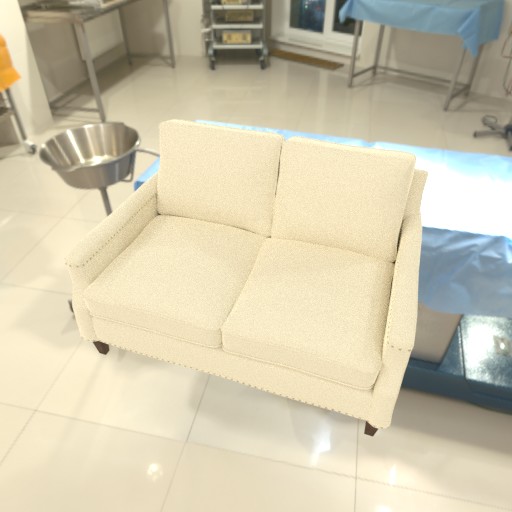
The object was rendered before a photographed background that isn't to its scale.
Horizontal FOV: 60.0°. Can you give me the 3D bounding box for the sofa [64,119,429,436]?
[{"bbox_3d":[0.000,0.000,2.281,1.597,1.003,1.084,12,41,15],"label":"sofa"}]
